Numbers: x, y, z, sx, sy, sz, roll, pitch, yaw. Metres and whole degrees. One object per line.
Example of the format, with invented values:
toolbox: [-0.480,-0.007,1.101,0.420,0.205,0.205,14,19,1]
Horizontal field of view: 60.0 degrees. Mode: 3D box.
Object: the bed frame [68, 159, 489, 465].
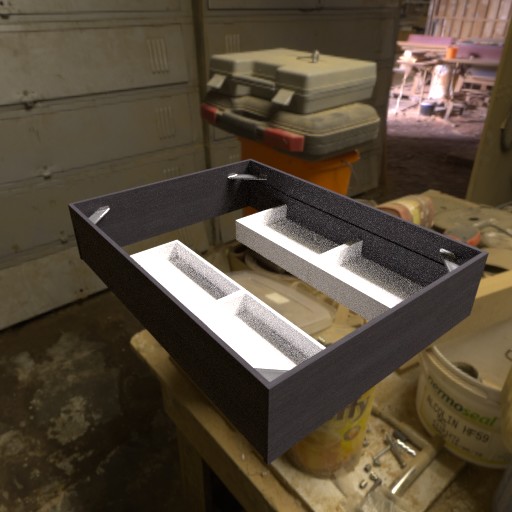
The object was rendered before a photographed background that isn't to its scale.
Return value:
bed frame: [0.000,0.000,2.595,1.448,0.459,1.944,-22,37,-33]
